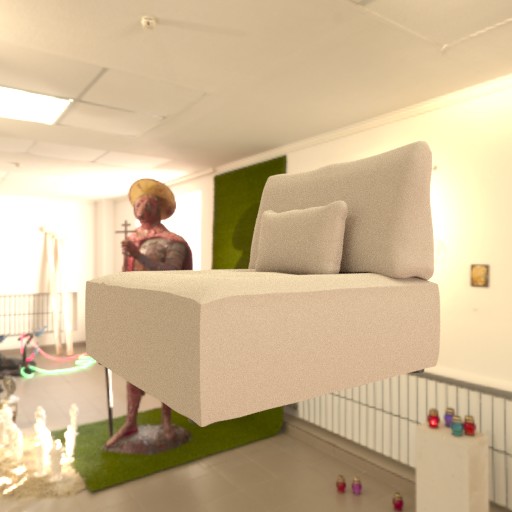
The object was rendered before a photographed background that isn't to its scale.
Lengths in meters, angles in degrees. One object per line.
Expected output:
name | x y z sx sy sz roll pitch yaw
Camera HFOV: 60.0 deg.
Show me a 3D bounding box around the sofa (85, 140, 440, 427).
sofa | 0.000 0.000 1.678 1.000 0.828 0.935 0 0 -36
